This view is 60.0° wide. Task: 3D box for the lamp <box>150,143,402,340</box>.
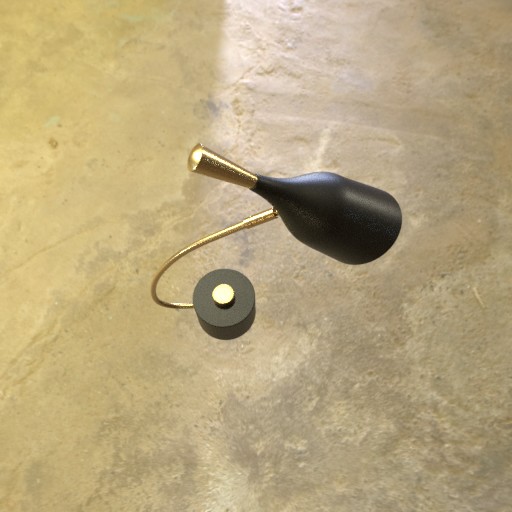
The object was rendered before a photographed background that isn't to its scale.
[{"bbox_3d":[0.000,0.000,0.627,0.352,0.464,0.110,-2,64,-1],"label":"lamp"}]
